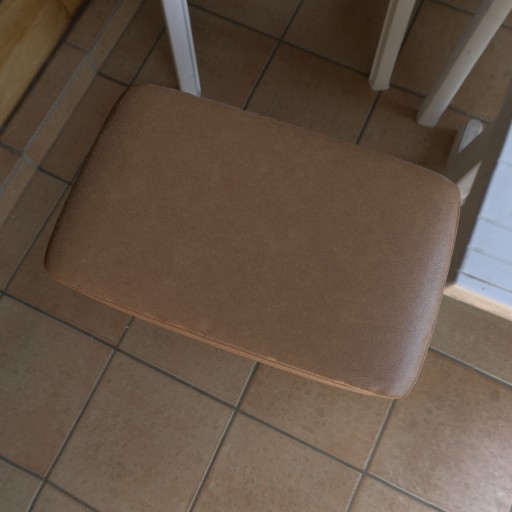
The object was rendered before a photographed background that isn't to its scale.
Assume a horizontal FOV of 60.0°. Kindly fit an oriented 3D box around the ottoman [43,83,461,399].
[{"bbox_3d":[0.000,0.000,0.964,0.670,0.480,0.420,19,77,5],"label":"ottoman"}]
